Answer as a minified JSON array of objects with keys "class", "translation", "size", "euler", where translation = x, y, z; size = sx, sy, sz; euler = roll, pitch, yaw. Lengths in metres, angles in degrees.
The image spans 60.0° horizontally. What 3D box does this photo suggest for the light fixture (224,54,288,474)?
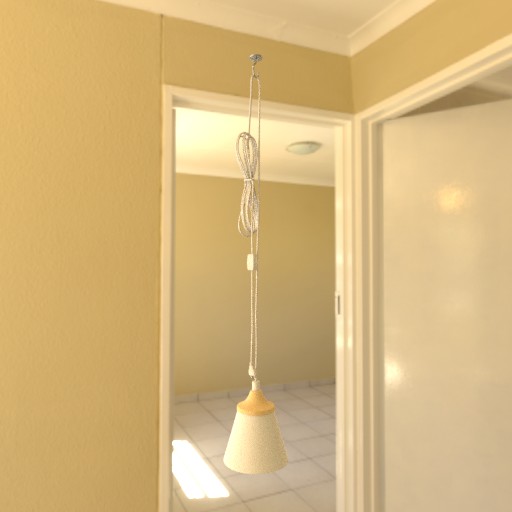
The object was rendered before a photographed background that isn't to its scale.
[{"class":"light fixture","translation":[0.000,0.000,1.065],"size":[0.153,0.966,0.153],"euler":[1,-2,-35]}]
